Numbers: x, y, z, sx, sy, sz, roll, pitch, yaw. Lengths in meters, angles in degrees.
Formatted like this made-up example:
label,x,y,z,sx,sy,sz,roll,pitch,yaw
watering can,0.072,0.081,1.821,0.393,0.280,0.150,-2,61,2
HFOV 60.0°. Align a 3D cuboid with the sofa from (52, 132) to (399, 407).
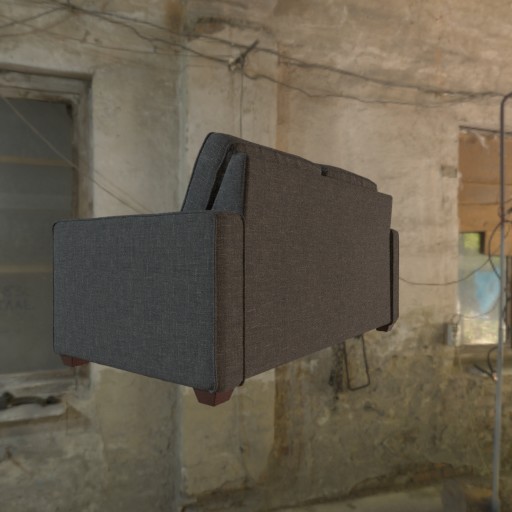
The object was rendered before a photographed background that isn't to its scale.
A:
label,x,y,z,sx,sy,sz,roll,pitch,yaw
sofa,0.000,0.000,2.280,0.947,0.918,1.709,1,1,36
